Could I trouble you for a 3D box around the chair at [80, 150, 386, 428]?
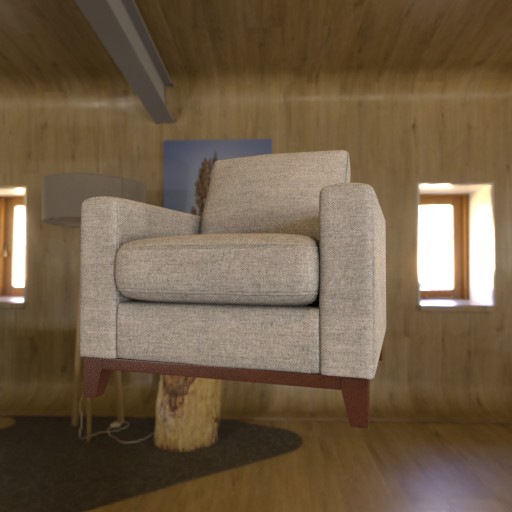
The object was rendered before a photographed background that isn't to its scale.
[{"bbox_3d":[0.000,0.000,1.875,1.024,1.010,1.038,0,-1,18],"label":"chair"}]
